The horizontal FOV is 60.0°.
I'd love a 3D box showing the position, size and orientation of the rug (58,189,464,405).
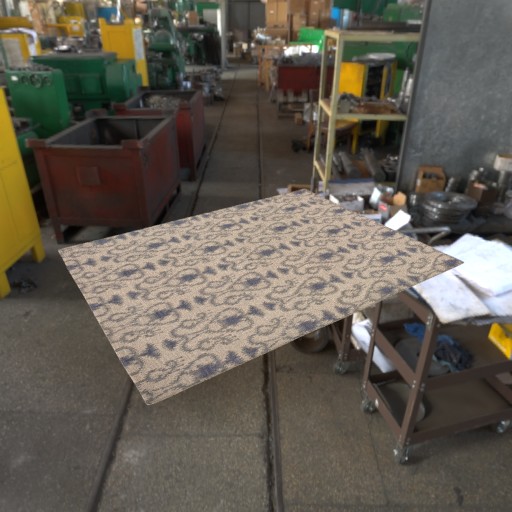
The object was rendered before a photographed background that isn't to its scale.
[{"bbox_3d":[0.000,0.000,4.359,3.205,0.015,2.437,-18,33,-29],"label":"rug"}]
